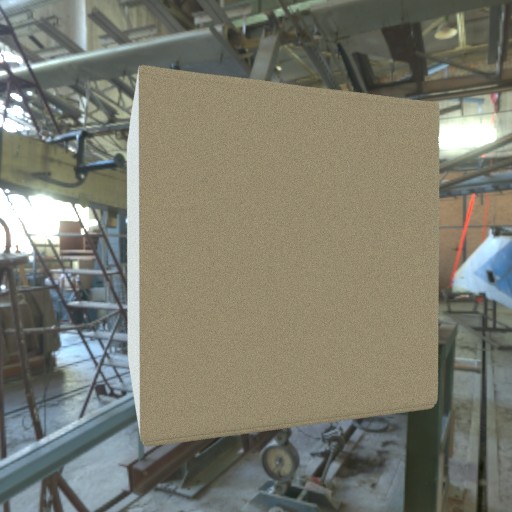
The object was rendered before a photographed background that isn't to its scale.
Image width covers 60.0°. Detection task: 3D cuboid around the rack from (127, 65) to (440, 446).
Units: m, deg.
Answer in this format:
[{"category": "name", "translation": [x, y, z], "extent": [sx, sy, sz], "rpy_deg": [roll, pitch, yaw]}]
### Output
[{"category": "rack", "translation": [0.000, 0.000, 0.488], "extent": [0.270, 0.280, 0.270], "rpy_deg": [0, 1, -18]}]
